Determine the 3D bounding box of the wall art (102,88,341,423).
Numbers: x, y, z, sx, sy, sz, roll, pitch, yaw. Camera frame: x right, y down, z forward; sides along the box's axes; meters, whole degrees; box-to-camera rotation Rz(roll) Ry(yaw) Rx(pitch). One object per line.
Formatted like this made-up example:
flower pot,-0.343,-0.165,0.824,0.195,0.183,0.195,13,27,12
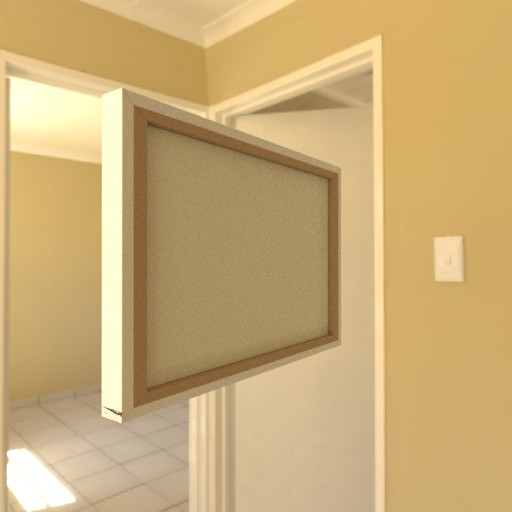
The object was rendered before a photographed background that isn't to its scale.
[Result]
wall art,0.000,0.000,0.802,0.042,0.414,0.608,0,0,37
